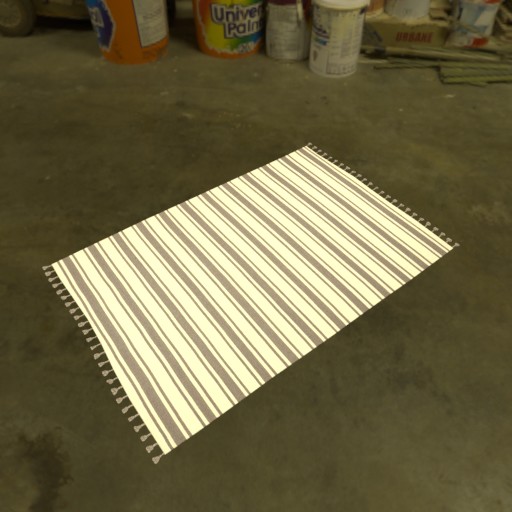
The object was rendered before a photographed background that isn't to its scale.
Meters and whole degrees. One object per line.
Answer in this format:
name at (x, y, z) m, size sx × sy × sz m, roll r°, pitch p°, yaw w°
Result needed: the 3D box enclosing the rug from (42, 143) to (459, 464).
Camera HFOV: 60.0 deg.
rug at (0.000, 0.000, 3.035) m, size 2.425 × 0.014 × 1.563 m, roll -29°, pitch 55°, yaw -24°
